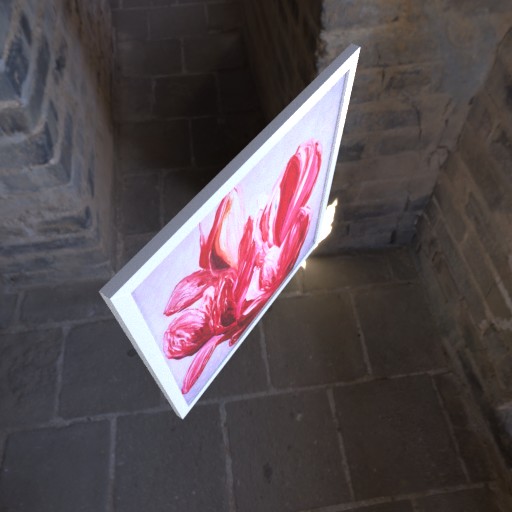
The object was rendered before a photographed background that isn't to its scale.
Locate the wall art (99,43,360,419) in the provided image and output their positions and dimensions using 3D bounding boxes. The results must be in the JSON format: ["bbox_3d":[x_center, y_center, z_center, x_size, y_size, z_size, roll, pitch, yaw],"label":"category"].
[{"bbox_3d":[0.000,0.000,0.985,0.020,0.661,0.664,31,62,18],"label":"wall art"}]
